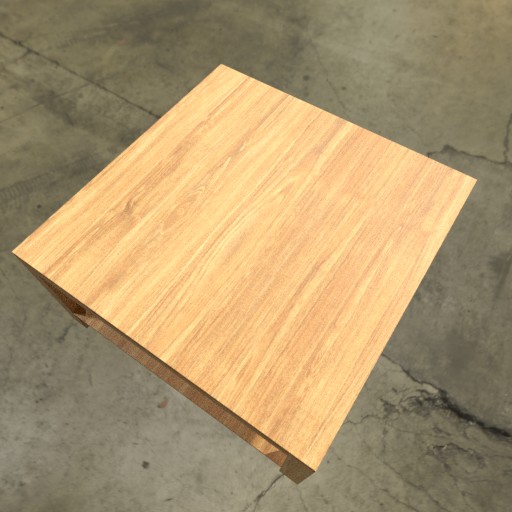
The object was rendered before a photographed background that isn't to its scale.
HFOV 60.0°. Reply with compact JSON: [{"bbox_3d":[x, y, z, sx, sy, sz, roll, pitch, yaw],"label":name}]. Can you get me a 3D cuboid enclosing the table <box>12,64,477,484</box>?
[{"bbox_3d":[0.000,0.000,1.386,0.900,0.450,0.900,30,64,16],"label":"table"}]
